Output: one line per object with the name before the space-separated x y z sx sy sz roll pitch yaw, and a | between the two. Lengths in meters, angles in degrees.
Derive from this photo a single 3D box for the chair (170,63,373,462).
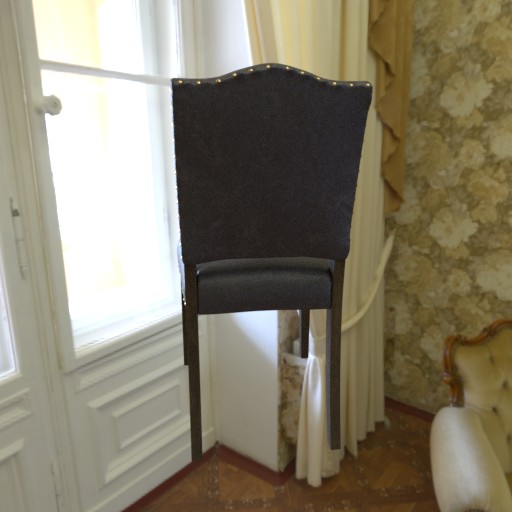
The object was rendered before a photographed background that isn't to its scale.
chair | 0.000 0.000 1.330 0.500 0.991 0.633 -2 15 -7
